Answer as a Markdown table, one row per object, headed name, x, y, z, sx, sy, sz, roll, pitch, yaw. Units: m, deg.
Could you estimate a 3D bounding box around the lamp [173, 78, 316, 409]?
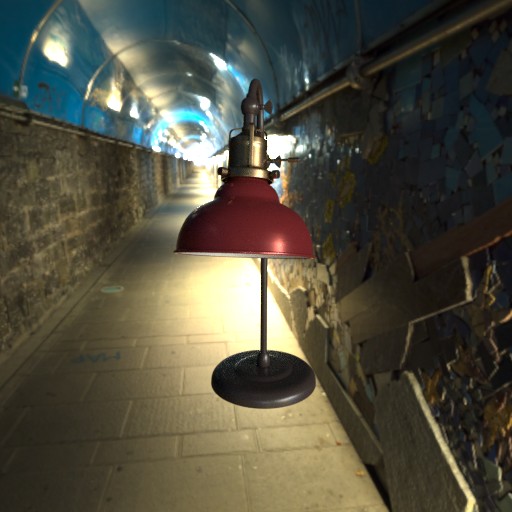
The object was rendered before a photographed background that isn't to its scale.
| name | x | y | z | sx | sy | sz | roll | pitch | yaw |
| --- | --- | --- | --- | --- | --- | --- | --- | --- | --- |
| lamp | 0.000 | 0.000 | 0.675 | 0.192 | 0.508 | 0.374 | 2 | 12 | 8 |
